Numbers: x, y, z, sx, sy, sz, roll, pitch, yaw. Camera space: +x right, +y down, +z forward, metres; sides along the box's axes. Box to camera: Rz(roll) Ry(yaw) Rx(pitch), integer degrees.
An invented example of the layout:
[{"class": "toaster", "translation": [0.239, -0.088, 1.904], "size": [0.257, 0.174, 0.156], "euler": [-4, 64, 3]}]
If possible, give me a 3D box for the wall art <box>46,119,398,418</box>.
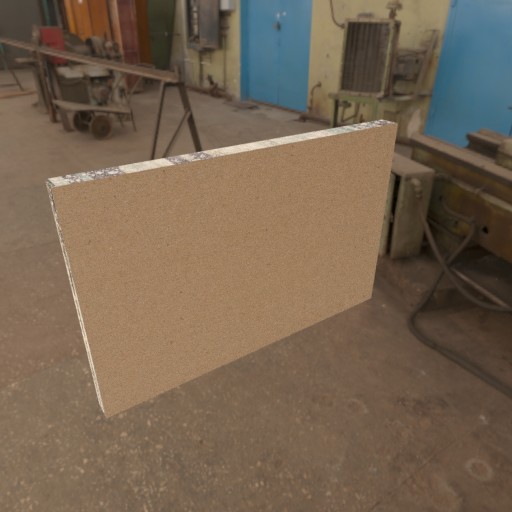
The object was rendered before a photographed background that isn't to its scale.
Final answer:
[{"class": "wall art", "translation": [0.000, 0.000, 0.794], "size": [0.618, 0.398, 0.042], "euler": [-18, 34, -29]}]
